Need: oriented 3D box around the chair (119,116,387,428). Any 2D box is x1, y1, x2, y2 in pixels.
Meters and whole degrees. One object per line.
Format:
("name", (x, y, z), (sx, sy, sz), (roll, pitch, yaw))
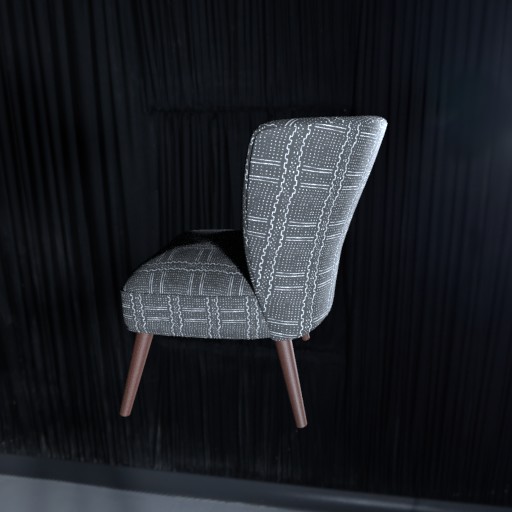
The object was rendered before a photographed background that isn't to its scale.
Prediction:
("chair", (0.000, 0.000, 1.441), (0.758, 0.866, 0.710), (2, 17, 7))
